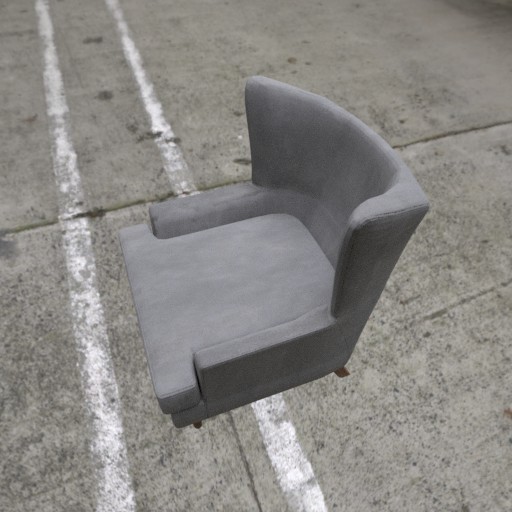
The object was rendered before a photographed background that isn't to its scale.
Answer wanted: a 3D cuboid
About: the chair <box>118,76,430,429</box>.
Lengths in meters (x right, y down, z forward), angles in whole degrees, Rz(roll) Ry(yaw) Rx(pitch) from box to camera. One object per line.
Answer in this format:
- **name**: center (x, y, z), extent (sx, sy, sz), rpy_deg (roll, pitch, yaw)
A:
- **chair**: center (0.000, 0.000, 1.592), extent (0.906, 0.950, 0.784), rpy_deg (-15, 49, -14)
